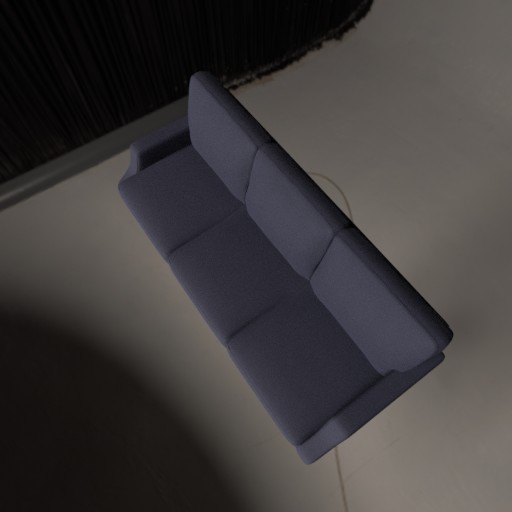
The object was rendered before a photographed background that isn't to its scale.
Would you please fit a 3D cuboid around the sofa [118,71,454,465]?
[{"bbox_3d":[0.000,0.000,2.581,0.888,0.984,2.115,-32,67,-15],"label":"sofa"}]
